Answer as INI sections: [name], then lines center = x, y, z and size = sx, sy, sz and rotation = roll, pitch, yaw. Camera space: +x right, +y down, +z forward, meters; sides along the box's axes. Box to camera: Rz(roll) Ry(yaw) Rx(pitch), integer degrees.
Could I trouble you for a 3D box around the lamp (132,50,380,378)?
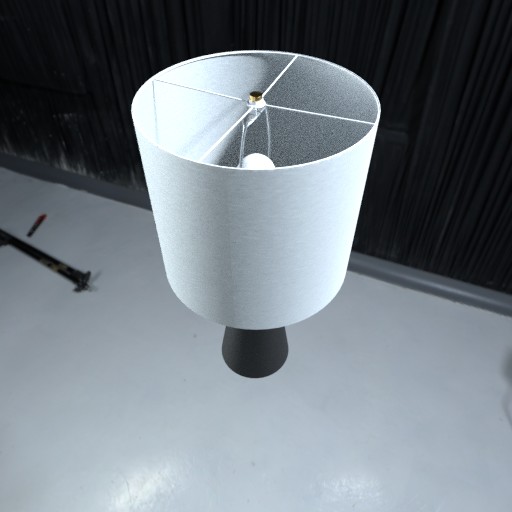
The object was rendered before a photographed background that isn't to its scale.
[lamp]
center = 0.000, 0.000, 0.762
size = 0.308, 0.580, 0.308
rotation = 17, 48, 16
